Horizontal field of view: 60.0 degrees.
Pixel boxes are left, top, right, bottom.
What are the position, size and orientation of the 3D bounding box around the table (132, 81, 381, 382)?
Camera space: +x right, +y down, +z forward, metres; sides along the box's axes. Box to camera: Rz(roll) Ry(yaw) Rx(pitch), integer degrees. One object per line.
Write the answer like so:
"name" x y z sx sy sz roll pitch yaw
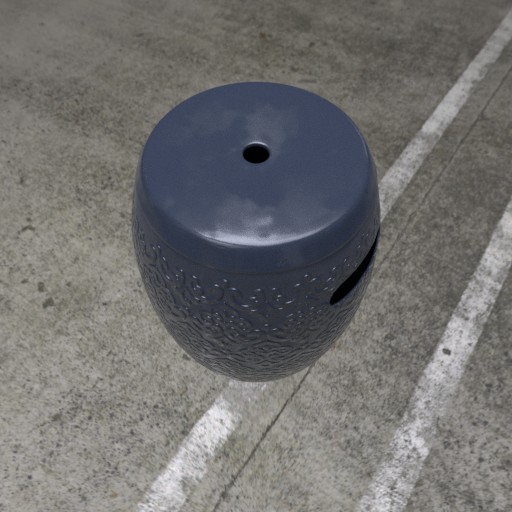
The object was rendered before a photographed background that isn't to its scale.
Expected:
"table" 0.000 0.000 0.615 0.309 0.397 0.309 0 58 0
